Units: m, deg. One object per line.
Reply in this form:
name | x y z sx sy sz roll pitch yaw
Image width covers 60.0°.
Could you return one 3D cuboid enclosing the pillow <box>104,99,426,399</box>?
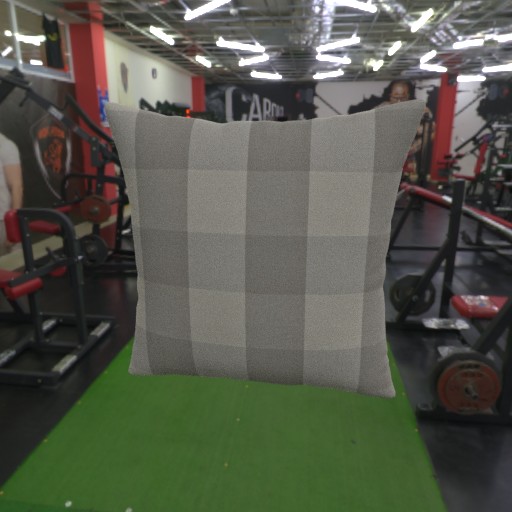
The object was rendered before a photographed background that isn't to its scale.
pillow | 0.000 0.000 0.768 0.511 0.509 0.161 3 16 9
